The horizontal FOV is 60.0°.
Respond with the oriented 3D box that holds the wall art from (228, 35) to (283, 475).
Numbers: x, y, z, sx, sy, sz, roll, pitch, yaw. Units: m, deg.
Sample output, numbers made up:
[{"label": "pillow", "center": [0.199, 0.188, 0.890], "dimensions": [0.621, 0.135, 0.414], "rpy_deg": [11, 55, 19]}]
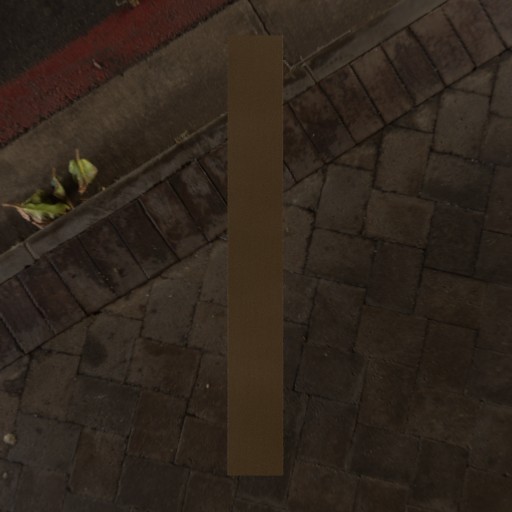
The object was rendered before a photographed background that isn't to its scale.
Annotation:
[{"label": "wall art", "center": [0.000, 0.000, 0.458], "dimensions": [0.038, 0.303, 0.305], "rpy_deg": [0, 90, 0]}]
